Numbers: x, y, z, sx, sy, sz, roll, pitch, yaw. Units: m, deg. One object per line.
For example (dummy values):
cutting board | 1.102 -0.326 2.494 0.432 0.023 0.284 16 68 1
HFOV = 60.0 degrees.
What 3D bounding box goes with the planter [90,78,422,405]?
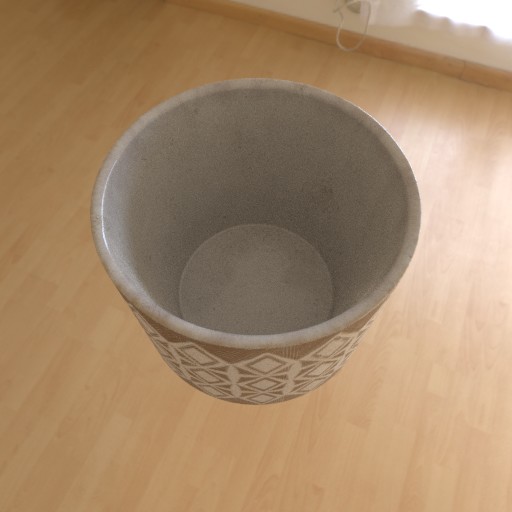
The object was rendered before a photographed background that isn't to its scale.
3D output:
planter | 0.000 0.000 0.333 0.193 0.165 0.193 0 61 0
